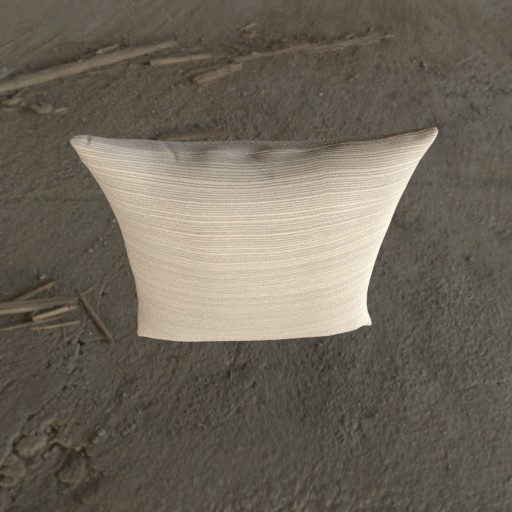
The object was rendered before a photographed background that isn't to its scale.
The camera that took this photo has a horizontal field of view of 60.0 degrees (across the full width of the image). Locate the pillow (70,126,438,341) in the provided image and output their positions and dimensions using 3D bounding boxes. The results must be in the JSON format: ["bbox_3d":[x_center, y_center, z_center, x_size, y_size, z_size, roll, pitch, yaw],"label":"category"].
[{"bbox_3d":[0.000,0.000,0.787,0.512,0.497,0.204,-2,48,-2],"label":"pillow"}]
